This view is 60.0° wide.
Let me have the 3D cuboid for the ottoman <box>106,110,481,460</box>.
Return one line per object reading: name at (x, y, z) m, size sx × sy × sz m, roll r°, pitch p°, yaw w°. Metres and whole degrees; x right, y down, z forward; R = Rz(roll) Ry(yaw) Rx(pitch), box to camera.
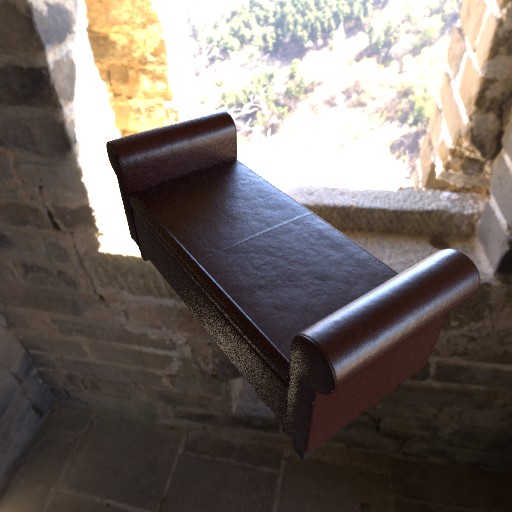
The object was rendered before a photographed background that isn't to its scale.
ottoman at (0.000, 0.000, 1.536) m, size 0.521 × 0.547 × 1.256 m, roll -25°, pitch 46°, yaw -26°
